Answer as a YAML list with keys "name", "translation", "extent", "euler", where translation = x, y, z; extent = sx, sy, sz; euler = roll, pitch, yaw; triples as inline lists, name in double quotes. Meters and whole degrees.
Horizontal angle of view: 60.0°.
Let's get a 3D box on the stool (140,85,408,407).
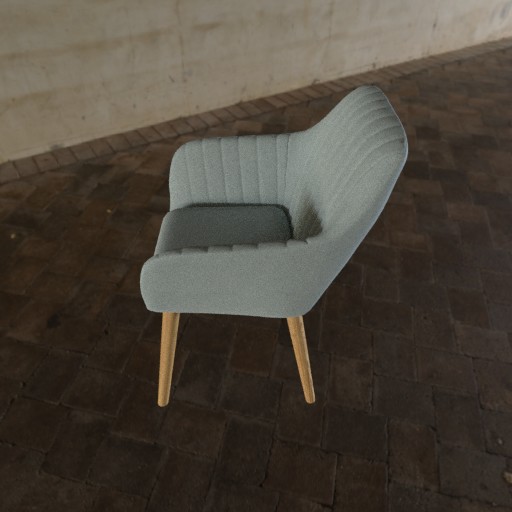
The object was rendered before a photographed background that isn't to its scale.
- name: "stool"
  translation: [0.000, 0.000, 1.204]
  extent: [0.590, 0.830, 0.503]
  euler: [0, 41, 0]
